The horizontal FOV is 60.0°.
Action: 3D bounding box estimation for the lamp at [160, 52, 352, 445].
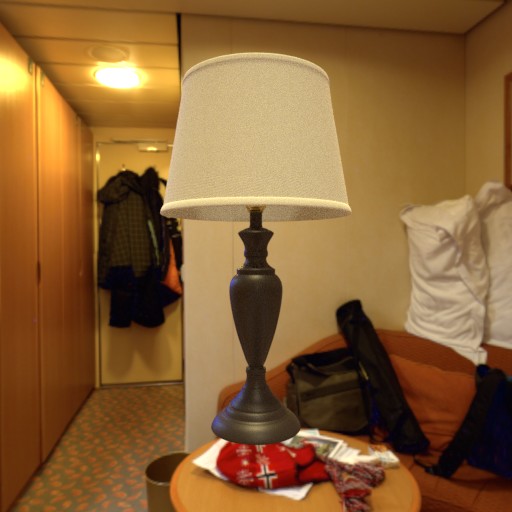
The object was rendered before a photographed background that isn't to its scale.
[{"bbox_3d":[0.000,0.000,0.793,0.335,0.611,0.335,0,0,0],"label":"lamp"}]
